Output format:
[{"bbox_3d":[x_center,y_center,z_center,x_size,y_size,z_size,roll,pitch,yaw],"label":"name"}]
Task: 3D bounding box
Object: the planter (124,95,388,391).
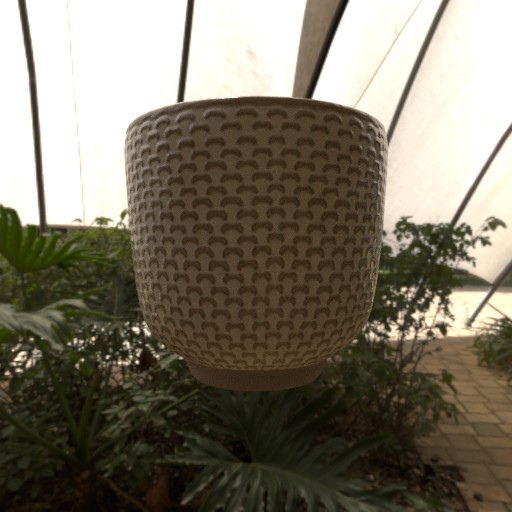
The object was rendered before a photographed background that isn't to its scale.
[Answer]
[{"bbox_3d":[0.000,0.000,0.303,0.173,0.160,0.173,0,0,0],"label":"planter"}]
